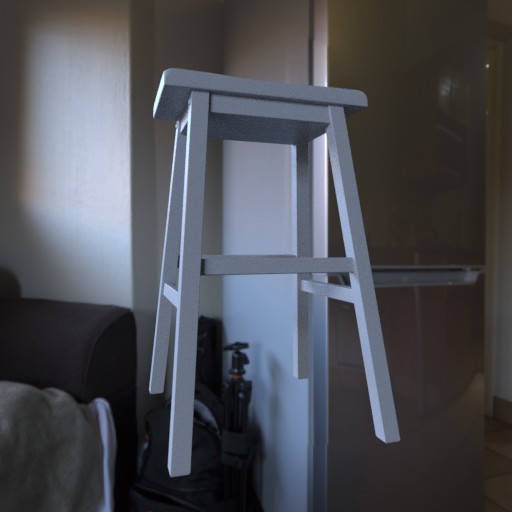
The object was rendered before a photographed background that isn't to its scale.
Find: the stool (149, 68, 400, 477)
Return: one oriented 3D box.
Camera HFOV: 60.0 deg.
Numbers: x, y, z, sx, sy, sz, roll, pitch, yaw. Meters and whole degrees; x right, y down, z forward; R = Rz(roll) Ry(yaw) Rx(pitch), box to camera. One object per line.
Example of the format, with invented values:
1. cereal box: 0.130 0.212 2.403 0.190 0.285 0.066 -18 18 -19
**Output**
1. stool: 0.000 0.000 1.038 0.457 0.737 0.476 0 1 -18
